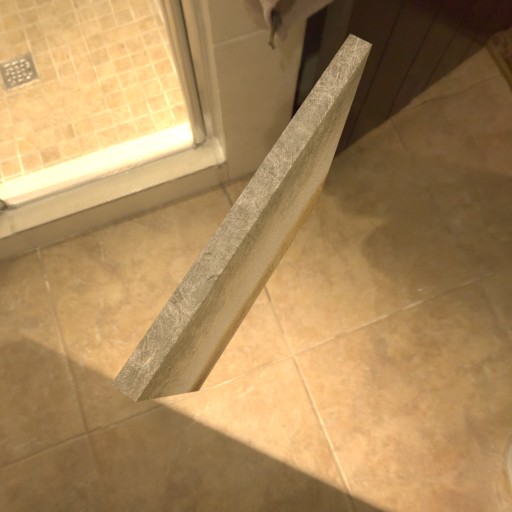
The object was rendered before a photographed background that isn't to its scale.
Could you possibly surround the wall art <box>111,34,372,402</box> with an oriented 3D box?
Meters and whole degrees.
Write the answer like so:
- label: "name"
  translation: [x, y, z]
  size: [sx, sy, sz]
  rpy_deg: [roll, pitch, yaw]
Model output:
- label: "wall art"
  translation: [0.000, 0.000, 0.901]
  size: [0.038, 0.610, 0.610]
  rpy_deg: [31, 77, 8]
